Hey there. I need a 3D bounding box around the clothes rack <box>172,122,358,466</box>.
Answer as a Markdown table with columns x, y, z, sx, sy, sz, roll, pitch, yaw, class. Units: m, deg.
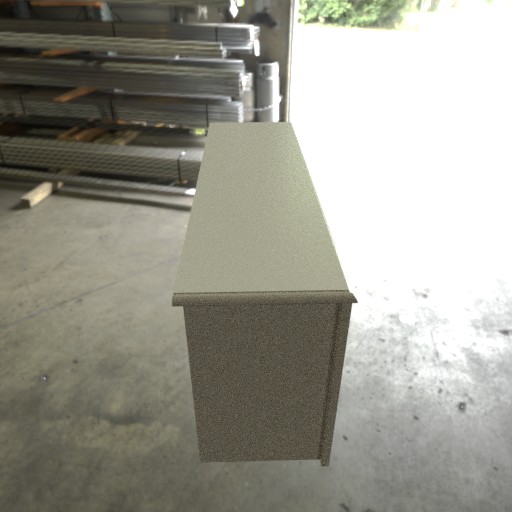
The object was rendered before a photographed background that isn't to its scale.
| x | y | z | sx | sy | sz | roll | pitch | yaw | class |
| --- | --- | --- | --- | --- | --- | --- | --- | --- | --- |
| 0.000 | 0.000 | 1.380 | 0.324 | 0.531 | 1.120 | -1 | 32 | -1 | clothes rack |
